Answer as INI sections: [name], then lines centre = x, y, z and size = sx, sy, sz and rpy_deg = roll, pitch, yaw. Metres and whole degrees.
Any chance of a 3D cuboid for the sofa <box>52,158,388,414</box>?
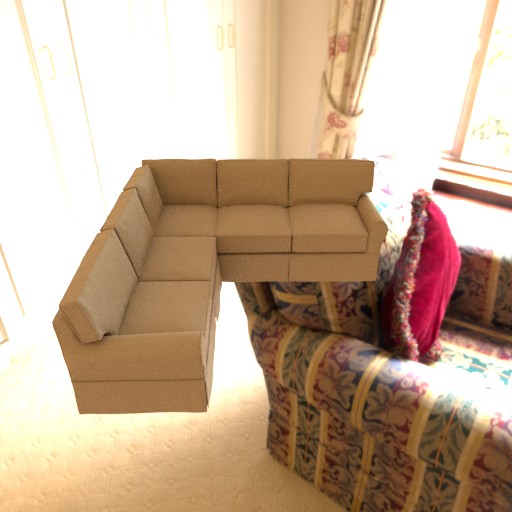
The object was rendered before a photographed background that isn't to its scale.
[sofa]
centre = 0.000, 0.000, 4.191
size = 2.733, 1.124, 2.730
rpy_deg = -1, 32, -1
